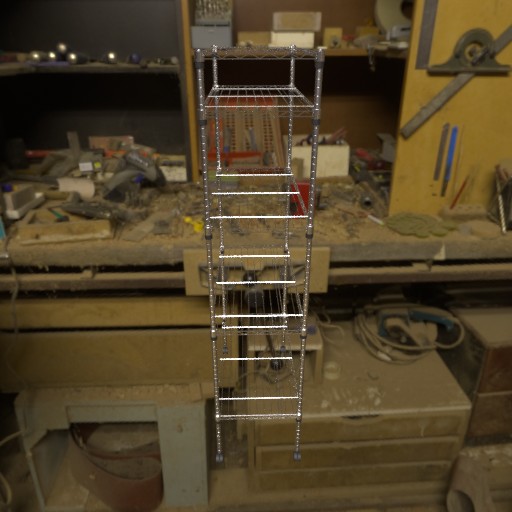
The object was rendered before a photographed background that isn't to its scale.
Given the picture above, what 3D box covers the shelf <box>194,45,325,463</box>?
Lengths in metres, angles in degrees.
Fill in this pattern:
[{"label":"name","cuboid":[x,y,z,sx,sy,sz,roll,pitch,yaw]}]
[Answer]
[{"label":"shelf","cuboid":[0.000,0.000,1.859,0.356,1.587,0.762,-1,26,-1]}]
